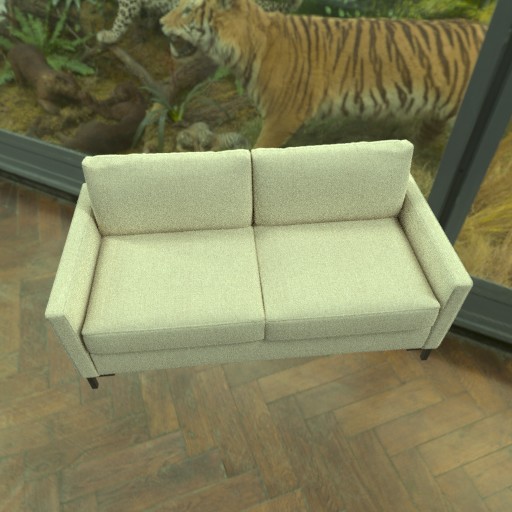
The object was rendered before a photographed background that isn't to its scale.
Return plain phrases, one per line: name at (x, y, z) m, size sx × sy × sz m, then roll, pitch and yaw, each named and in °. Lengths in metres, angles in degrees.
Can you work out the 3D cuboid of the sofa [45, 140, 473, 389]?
sofa at (0.000, 0.000, 2.045) m, size 1.651 × 0.812 × 0.839 m, roll -4°, pitch 46°, yaw -4°
